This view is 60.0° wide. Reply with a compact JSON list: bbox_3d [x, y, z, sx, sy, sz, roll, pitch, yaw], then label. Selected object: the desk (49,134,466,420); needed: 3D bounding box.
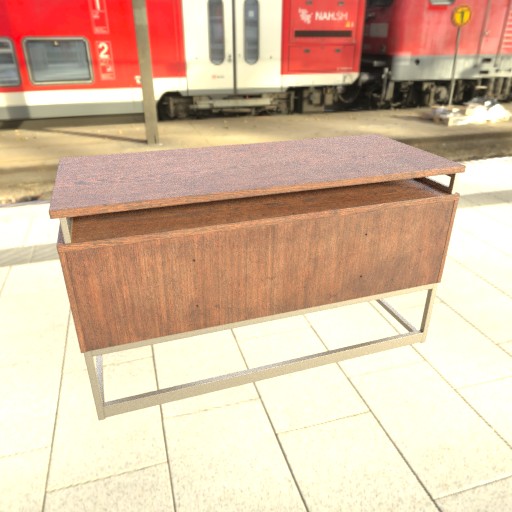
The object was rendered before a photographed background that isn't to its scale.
[{"bbox_3d":[0.000,0.000,1.825,1.384,0.792,0.610,-9,28,-17],"label":"desk"}]
